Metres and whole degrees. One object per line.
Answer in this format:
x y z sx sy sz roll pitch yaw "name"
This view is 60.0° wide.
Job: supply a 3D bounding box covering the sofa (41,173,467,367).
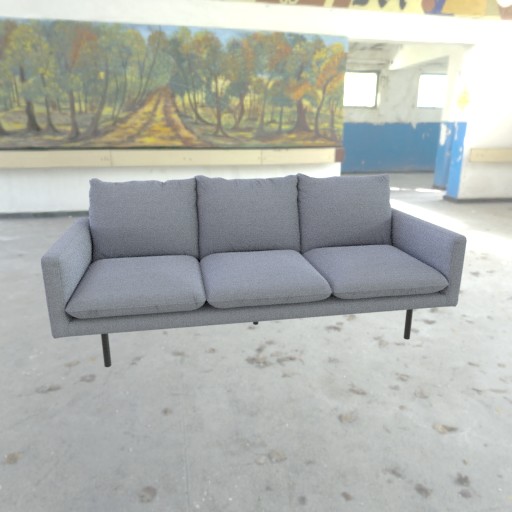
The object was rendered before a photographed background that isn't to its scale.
0.000 0.000 2.446 2.000 0.830 0.850 -3 17 -10 "sofa"
